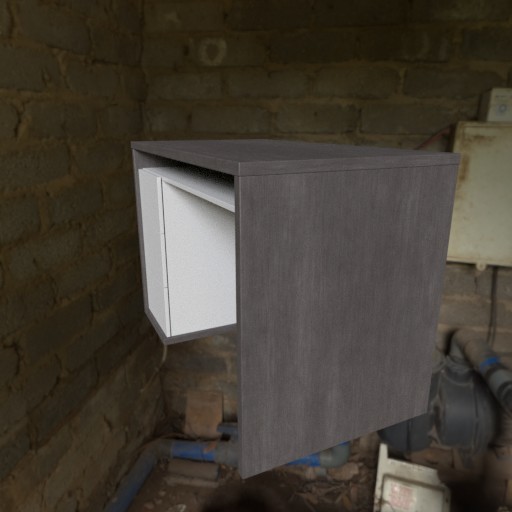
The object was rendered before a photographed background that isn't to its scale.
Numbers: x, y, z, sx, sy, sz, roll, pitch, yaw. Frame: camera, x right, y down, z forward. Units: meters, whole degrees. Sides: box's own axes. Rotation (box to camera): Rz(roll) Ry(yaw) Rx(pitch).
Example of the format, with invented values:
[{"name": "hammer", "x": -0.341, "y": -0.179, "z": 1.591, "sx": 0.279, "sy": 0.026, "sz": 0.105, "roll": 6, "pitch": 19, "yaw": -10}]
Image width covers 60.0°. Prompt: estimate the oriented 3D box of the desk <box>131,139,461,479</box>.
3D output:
[{"name": "desk", "x": 0.000, "y": 0.000, "z": 1.554, "sx": 0.600, "sy": 0.750, "sz": 1.100, "roll": -8, "pitch": 18, "yaw": -24}]
